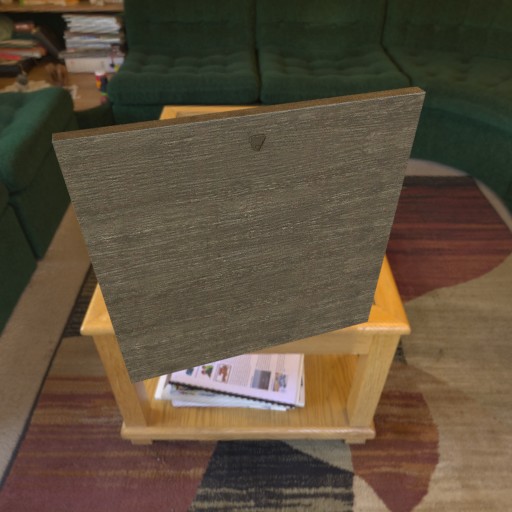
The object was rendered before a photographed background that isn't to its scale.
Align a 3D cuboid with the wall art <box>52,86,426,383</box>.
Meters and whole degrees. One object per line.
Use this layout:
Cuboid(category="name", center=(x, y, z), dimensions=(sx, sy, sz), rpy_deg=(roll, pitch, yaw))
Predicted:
Cuboid(category="wall art", center=(0.000, 0.000, 0.683), dimensions=(0.462, 0.459, 0.027), rpy_deg=(-12, 42, -13))
